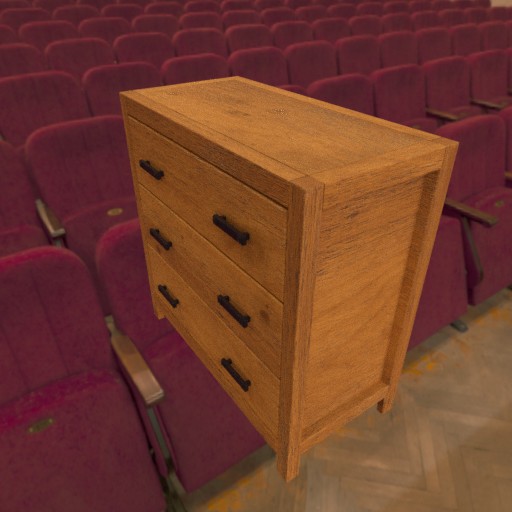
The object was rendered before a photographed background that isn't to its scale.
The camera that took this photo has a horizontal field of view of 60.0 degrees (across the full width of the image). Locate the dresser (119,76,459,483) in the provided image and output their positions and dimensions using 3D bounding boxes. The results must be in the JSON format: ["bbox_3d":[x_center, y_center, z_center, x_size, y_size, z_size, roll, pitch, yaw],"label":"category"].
[{"bbox_3d":[0.000,0.000,1.268,0.427,0.804,0.804,-21,38,-29],"label":"dresser"}]
